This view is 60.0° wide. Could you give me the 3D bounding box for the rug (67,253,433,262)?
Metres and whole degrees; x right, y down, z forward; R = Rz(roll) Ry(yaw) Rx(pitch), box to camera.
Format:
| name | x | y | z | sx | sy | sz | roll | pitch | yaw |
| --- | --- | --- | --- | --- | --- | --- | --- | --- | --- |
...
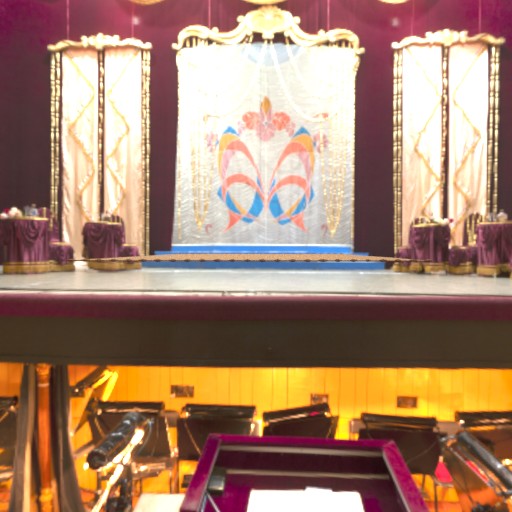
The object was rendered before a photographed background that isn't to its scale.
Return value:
| name | x | y | z | sx | sy | sz | roll | pitch | yaw |
| --- | --- | --- | --- | --- | --- | --- | --- | --- | --- |
| rug | 0.000 | 0.000 | 3.938 | 2.030 | 0.017 | 3.040 | 0 | 1 | 2 |
